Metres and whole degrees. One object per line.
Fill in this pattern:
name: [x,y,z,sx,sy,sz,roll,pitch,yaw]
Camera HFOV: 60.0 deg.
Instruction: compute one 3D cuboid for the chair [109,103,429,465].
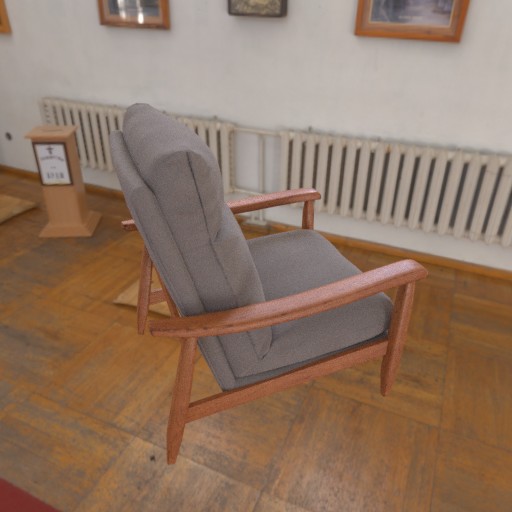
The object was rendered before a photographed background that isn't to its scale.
chair: [0.000,0.000,1.487,0.816,0.922,0.782,-10,31,-18]
